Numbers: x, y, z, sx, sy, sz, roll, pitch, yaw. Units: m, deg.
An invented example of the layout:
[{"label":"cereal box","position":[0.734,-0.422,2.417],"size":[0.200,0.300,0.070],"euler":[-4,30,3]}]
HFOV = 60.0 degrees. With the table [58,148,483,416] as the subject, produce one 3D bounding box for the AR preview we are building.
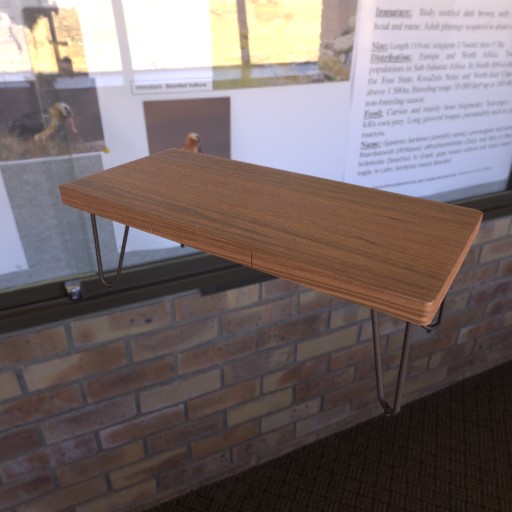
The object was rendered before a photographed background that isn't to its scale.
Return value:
[{"label":"table","position":[0.000,0.000,1.664],"size":[1.375,0.468,0.637],"euler":[18,34,29]}]
